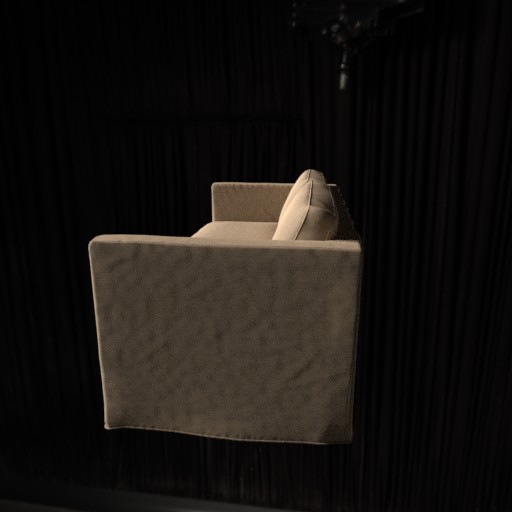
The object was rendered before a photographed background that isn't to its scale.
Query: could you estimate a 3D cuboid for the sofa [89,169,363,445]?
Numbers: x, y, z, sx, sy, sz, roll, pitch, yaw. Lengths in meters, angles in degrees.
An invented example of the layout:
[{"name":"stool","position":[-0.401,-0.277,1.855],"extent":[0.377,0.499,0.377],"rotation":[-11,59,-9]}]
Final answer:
[{"name":"sofa","position":[0.000,0.000,2.440],"extent":[0.956,0.847,1.987],"rotation":[2,15,7]}]
